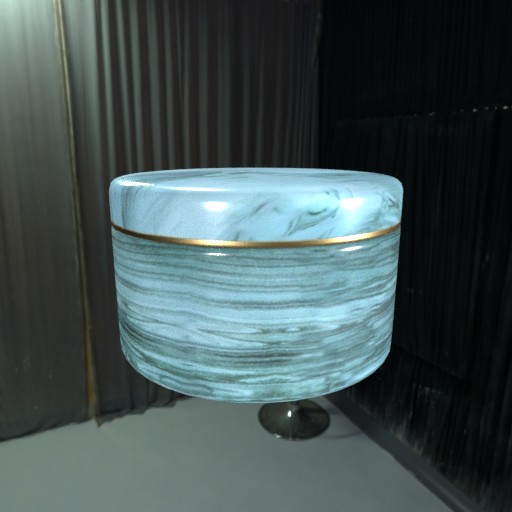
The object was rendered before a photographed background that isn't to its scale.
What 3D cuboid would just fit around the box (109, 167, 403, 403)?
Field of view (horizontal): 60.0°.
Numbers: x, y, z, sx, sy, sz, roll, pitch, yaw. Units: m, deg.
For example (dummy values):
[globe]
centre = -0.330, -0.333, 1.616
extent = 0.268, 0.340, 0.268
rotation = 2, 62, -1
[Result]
[box]
centre = 0.000, 0.000, 0.166
extent = 0.101, 0.063, 0.101
rotation = 0, 14, 0
